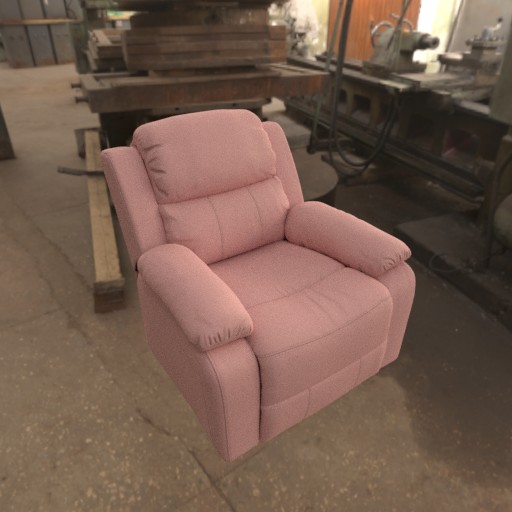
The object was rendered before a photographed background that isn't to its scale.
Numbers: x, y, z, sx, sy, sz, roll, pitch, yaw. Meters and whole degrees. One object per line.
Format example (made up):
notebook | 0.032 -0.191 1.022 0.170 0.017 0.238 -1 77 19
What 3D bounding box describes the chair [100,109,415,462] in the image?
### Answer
chair | 0.000 0.000 1.274 0.680 0.702 0.709 -20 35 -30
